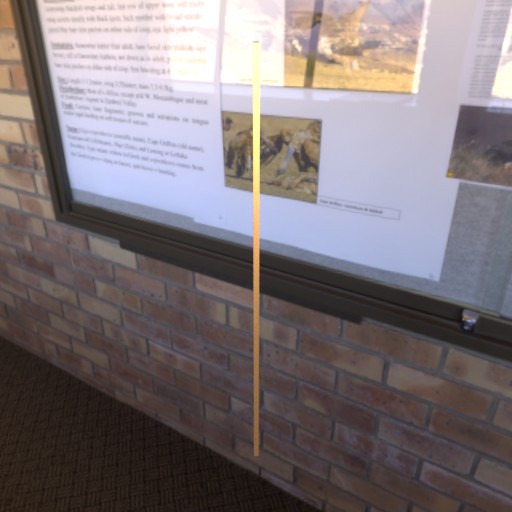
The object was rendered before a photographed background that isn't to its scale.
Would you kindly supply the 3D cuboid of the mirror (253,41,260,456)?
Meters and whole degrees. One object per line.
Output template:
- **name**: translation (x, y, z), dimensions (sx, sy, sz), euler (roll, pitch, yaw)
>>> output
- **mirror**: translation (0.000, 0.000, 2.336), dimensions (0.025, 2.031, 0.812), euler (0, 26, 0)
